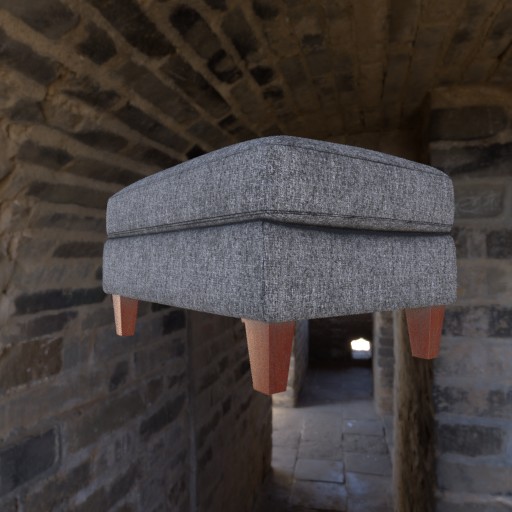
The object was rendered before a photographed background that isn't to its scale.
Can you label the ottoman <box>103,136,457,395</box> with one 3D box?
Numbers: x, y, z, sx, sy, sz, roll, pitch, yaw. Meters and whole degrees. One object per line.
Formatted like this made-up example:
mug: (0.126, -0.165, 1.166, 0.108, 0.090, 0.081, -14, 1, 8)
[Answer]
ottoman: (0.000, 0.000, 1.215, 0.584, 0.483, 0.864, 0, -1, -36)
